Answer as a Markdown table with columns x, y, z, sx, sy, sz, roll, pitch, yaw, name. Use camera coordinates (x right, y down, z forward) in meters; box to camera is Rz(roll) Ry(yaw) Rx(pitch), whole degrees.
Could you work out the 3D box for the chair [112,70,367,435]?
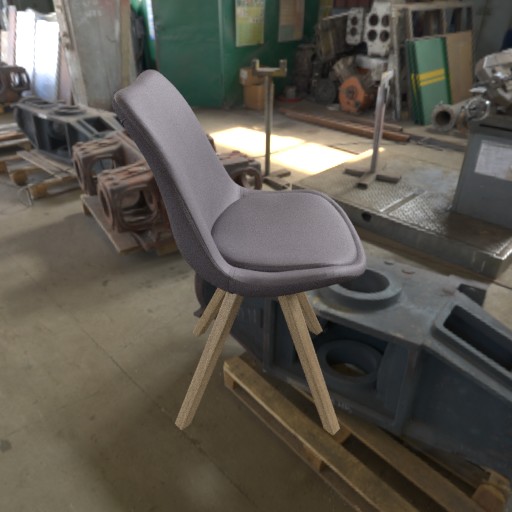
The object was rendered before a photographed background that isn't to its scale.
| x | y | z | sx | sy | sz | roll | pitch | yaw | name |
| --- | --- | --- | --- | --- | --- | --- | --- | --- | --- |
| 0.000 | 0.000 | 1.153 | 0.547 | 0.865 | 0.483 | 0 | 32 | 0 | chair |
